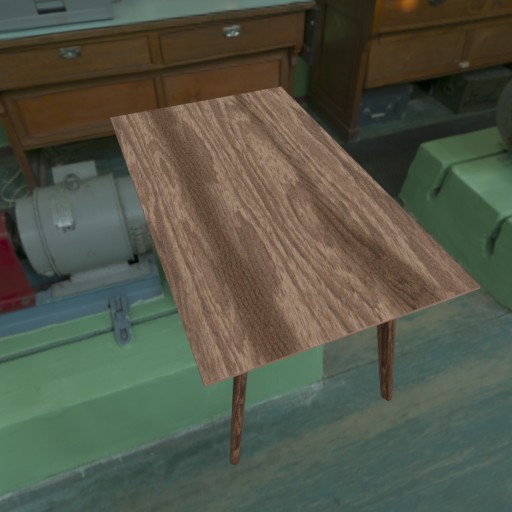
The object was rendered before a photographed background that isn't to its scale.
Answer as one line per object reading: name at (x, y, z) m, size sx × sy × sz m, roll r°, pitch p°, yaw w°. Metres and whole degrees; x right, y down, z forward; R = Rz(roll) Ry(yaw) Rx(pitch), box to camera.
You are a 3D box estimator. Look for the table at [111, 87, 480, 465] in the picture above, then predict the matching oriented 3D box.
table at (0.000, 0.000, 1.822) m, size 0.801 × 0.724 × 1.349 m, roll -16°, pitch 48°, yaw -15°
